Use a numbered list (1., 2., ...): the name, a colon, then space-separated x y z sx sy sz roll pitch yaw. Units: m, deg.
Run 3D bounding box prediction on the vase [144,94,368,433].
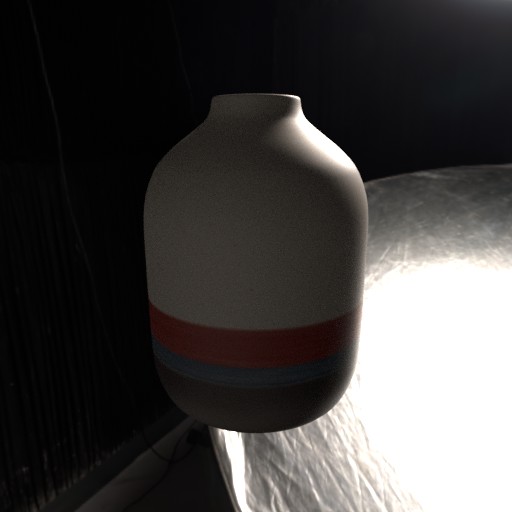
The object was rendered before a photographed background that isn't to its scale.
1. vase: 0.000 0.000 0.351 0.169 0.237 0.169 0 15 0
